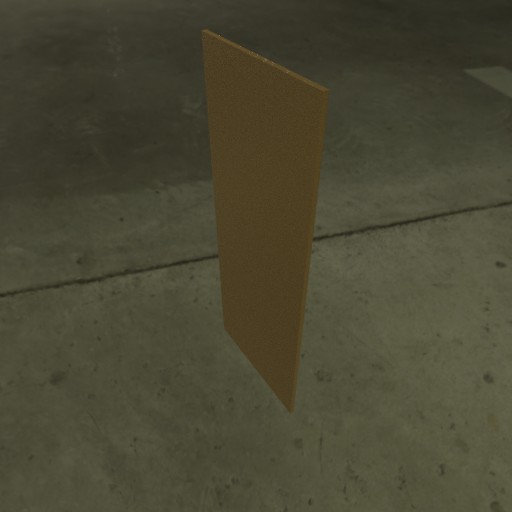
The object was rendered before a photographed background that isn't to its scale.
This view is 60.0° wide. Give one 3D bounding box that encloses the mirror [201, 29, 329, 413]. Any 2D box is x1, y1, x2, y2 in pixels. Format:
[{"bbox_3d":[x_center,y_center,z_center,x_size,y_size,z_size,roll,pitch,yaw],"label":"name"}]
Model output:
[{"bbox_3d":[0.000,0.000,2.350,0.025,2.031,0.812,-24,47,-24],"label":"mirror"}]
